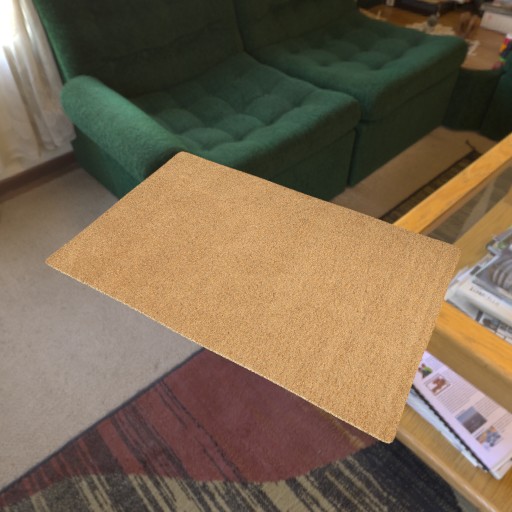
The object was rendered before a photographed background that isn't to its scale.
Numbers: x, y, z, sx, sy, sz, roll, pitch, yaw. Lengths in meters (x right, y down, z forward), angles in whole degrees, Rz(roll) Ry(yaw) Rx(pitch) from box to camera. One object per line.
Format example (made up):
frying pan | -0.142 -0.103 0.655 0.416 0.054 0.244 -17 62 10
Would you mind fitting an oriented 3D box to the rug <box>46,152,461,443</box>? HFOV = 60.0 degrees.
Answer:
rug | 0.000 0.000 2.948 2.349 0.025 1.500 23 51 20
